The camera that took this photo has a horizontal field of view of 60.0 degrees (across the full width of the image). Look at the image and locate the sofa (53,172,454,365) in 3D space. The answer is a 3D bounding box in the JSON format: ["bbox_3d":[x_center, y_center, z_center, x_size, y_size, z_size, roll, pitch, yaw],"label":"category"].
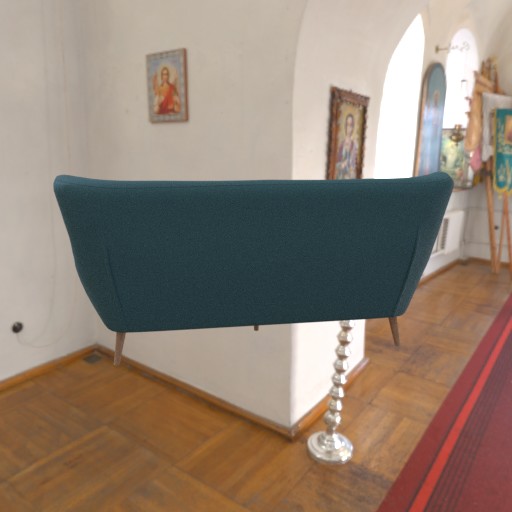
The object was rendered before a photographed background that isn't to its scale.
[{"bbox_3d":[0.000,0.000,2.356,1.930,0.890,0.889,-2,14,-8],"label":"sofa"}]
